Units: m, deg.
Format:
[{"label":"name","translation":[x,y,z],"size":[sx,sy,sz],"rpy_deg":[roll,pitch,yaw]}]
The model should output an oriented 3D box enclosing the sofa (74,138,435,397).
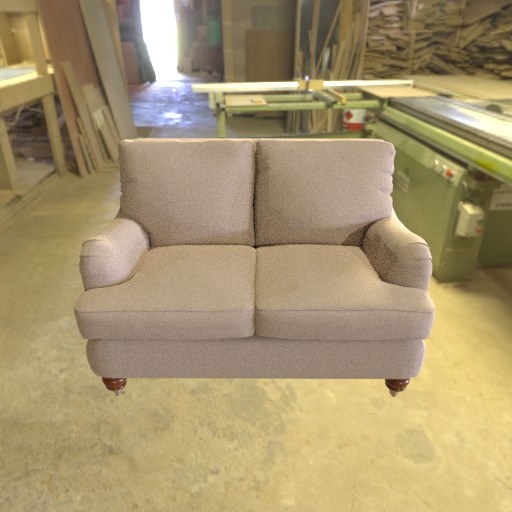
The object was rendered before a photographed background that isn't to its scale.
[{"label":"sofa","translation":[0.000,0.000,2.221],"size":[1.508,1.048,1.087],"rpy_deg":[0,27,0]}]
